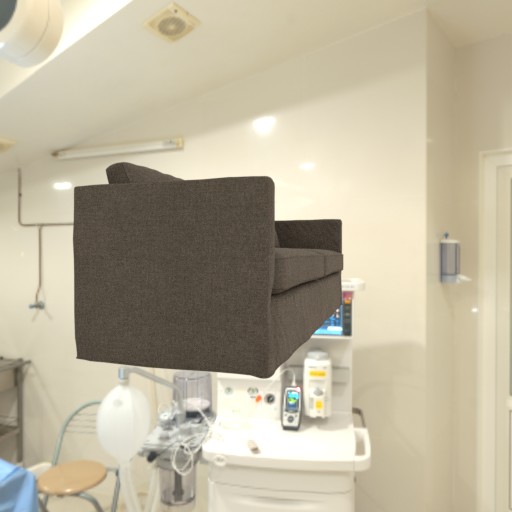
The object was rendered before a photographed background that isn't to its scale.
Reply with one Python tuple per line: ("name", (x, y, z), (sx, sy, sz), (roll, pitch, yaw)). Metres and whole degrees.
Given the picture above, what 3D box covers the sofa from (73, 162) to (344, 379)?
("sofa", (0.000, 0.000, 3.305), (1.036, 0.998, 2.779), (0, 1, 17))
